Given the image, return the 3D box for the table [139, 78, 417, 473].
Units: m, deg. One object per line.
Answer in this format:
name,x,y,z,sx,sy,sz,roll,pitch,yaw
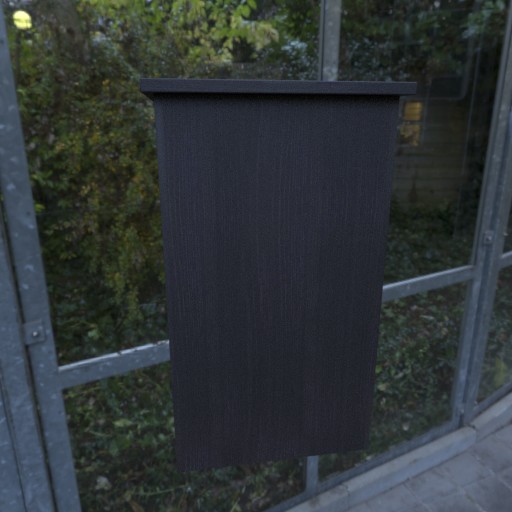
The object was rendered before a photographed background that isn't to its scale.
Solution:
table,0.000,0.000,0.912,0.381,0.635,0.480,-3,17,-9
